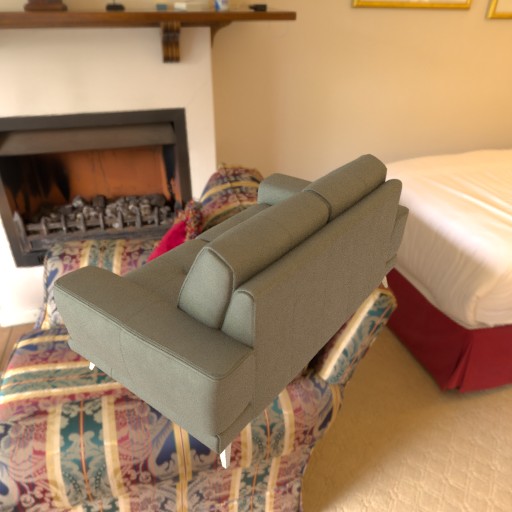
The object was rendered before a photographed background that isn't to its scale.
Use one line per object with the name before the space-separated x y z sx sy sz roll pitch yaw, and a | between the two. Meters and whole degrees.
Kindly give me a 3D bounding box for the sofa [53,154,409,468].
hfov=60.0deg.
sofa | 0.000 0.000 2.376 1.018 0.907 1.806 21 37 31
